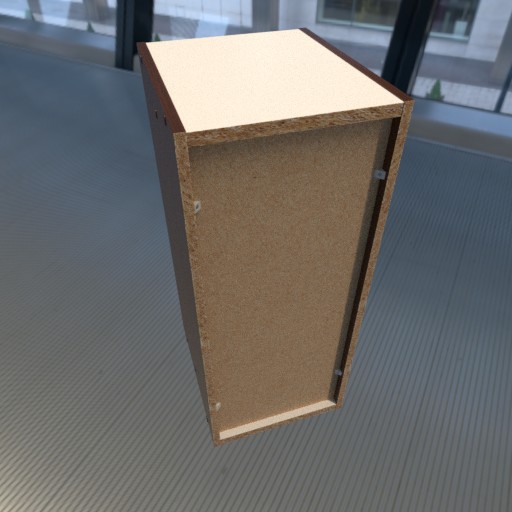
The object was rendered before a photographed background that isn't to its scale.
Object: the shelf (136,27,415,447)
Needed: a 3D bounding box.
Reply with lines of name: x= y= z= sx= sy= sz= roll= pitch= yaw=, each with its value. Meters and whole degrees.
shelf: x=0.000 y=0.000 z=0.728 sx=0.253 sy=0.600 sz=0.290 roll=-12 pitch=43 yaw=-13
